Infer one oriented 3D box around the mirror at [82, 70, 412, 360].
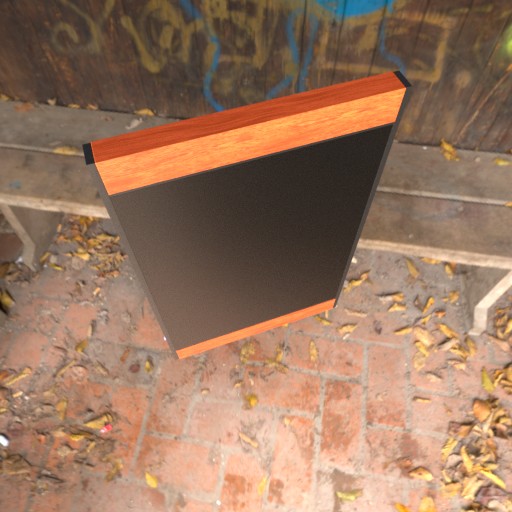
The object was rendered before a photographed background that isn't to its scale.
[{"bbox_3d":[0.000,0.000,1.032,0.525,0.823,0.047,-17,59,-10],"label":"mirror"}]
